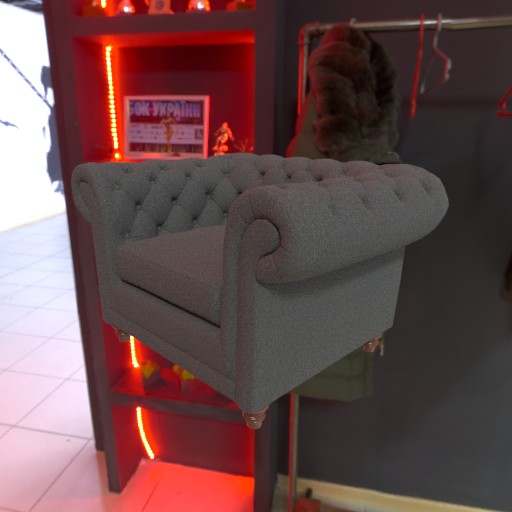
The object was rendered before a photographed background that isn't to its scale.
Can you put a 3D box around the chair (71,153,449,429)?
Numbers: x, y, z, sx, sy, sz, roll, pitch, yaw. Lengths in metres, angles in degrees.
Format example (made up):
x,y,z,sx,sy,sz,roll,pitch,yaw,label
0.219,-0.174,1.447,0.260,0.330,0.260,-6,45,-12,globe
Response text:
x,y,z,sx,sy,sz,roll,pitch,yaw,label
0.000,0.000,1.847,1.270,0.770,0.976,16,23,43,chair
